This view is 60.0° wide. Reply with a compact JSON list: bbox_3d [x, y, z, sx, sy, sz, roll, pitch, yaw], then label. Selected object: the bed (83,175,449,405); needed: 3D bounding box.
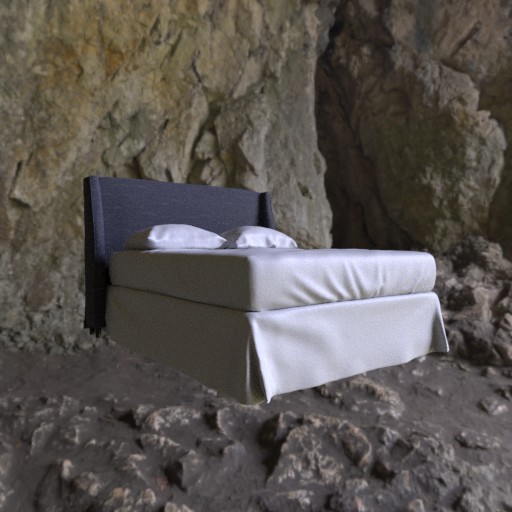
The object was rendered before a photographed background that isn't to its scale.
[{"bbox_3d":[0.000,0.000,3.384,1.925,1.332,2.276,-1,2,-38],"label":"bed"}]
